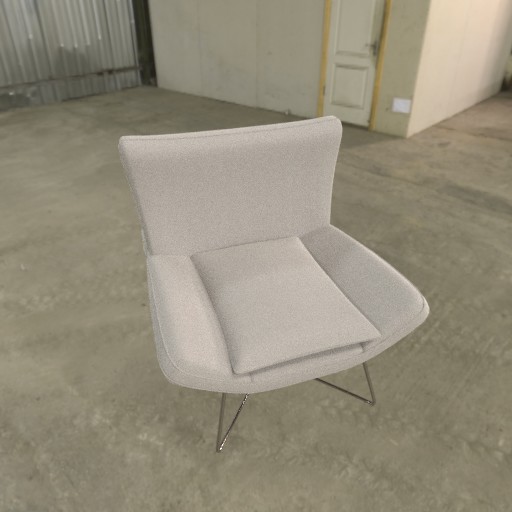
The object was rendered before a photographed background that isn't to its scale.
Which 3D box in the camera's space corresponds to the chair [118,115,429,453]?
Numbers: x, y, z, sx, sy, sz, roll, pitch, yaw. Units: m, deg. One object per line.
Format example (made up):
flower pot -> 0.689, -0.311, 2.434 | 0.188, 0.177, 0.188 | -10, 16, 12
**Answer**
chair -> 0.000, 0.000, 1.669 | 0.859, 0.855, 1.008 | -11, 34, -16
